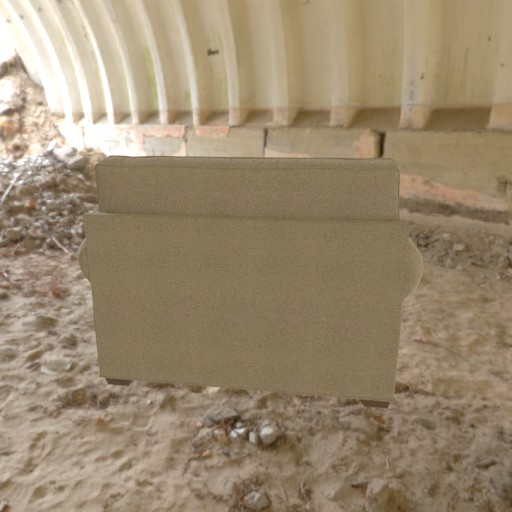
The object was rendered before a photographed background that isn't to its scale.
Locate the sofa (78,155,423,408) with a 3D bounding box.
[{"bbox_3d":[0.000,0.000,2.154,1.405,0.991,0.936,2,17,8],"label":"sofa"}]
